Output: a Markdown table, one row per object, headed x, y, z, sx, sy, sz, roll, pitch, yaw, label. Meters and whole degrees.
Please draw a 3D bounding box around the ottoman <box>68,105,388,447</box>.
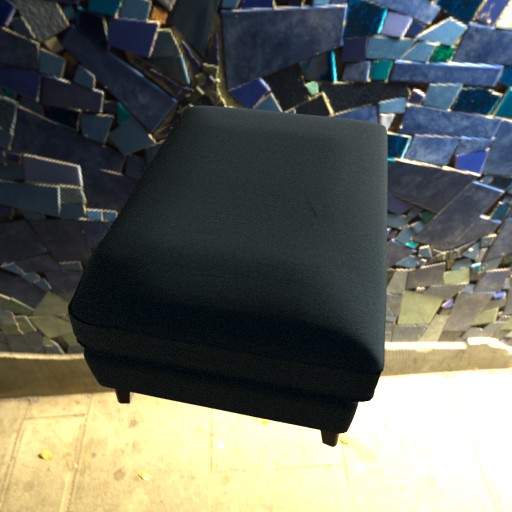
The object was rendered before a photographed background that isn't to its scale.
| x | y | z | sx | sy | sz | roll | pitch | yaw | label |
| --- | --- | --- | --- | --- | --- | --- | --- | --- | --- |
| 0.000 | 0.000 | 1.221 | 0.629 | 0.503 | 0.835 | 9 | 47 | 8 | ottoman |
